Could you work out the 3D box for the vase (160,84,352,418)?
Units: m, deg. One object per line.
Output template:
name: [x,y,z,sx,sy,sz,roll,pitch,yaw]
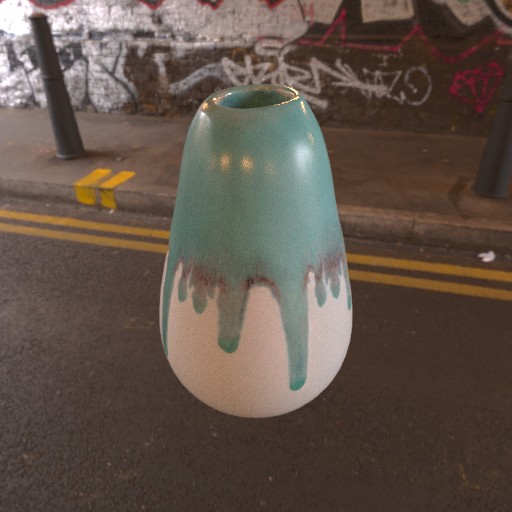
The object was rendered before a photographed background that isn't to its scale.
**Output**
vase: [0.000,0.000,0.253,0.116,0.179,0.116,0,29,0]
